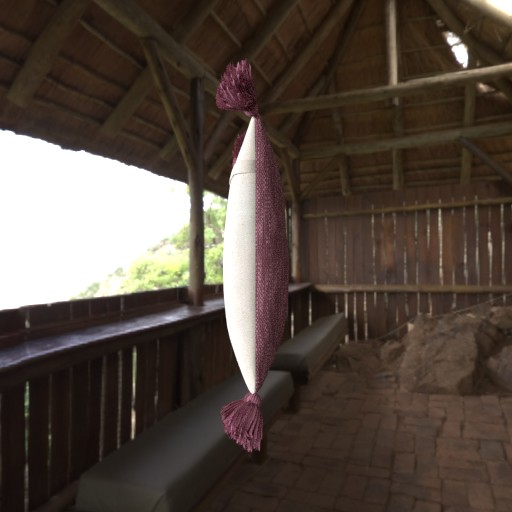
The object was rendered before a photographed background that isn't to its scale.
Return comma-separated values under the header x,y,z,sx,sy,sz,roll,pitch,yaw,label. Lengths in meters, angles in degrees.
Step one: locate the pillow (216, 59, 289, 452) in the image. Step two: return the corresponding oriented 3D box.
x,y,z,sx,sy,sz,roll,pitch,yaw,label
0.000,0.000,0.969,0.138,0.659,0.641,0,1,0,pillow
